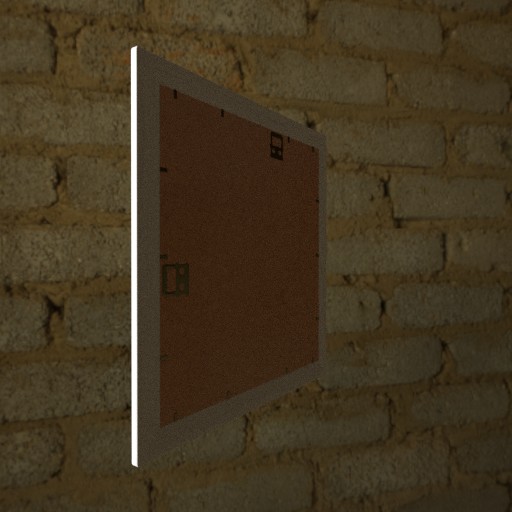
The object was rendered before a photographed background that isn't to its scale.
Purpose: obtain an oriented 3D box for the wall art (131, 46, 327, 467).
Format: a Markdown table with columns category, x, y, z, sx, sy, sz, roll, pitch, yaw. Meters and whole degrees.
| category | x | y | z | sx | sy | sz | roll | pitch | yaw |
| --- | --- | --- | --- | --- | --- | --- | --- | --- | --- |
| wall art | 0.000 | 0.000 | 0.854 | 0.013 | 0.584 | 0.584 | 0 | 0 | 35 |
